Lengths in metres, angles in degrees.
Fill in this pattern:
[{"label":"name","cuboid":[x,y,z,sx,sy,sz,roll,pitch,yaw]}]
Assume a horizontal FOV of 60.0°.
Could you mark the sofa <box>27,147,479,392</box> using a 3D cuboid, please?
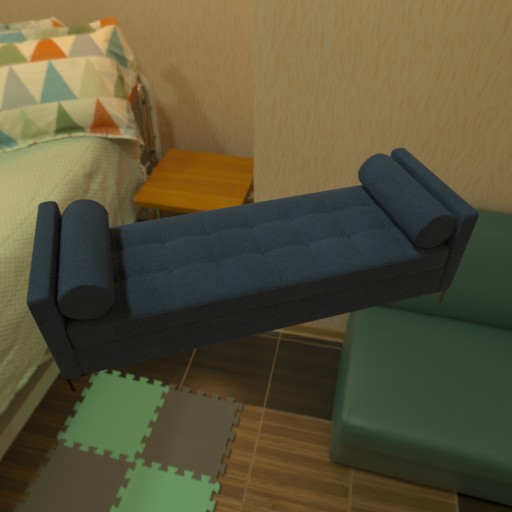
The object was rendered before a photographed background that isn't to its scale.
[{"label":"sofa","cuboid":[0.000,0.000,2.288,1.981,0.635,0.686,-11,42,-12]}]
